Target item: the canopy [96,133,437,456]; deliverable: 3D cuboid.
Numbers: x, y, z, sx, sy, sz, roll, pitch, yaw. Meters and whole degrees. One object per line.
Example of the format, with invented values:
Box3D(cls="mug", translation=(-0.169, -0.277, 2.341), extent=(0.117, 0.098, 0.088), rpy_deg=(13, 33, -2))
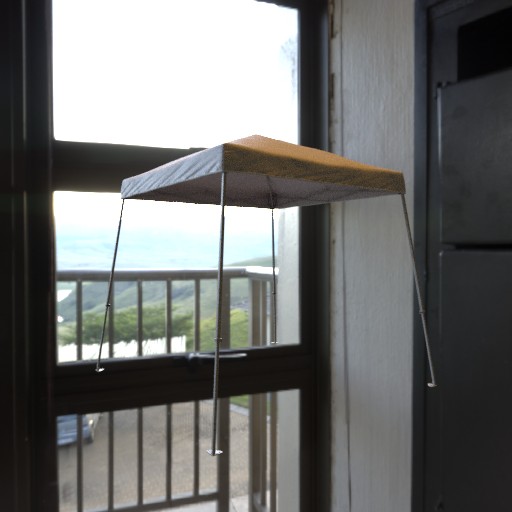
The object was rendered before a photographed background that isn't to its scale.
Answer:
Box3D(cls="canopy", translation=(0.000, 0.000, 5.175), extent=(2.848, 2.849, 2.849), rpy_deg=(-1, 1, -36))
